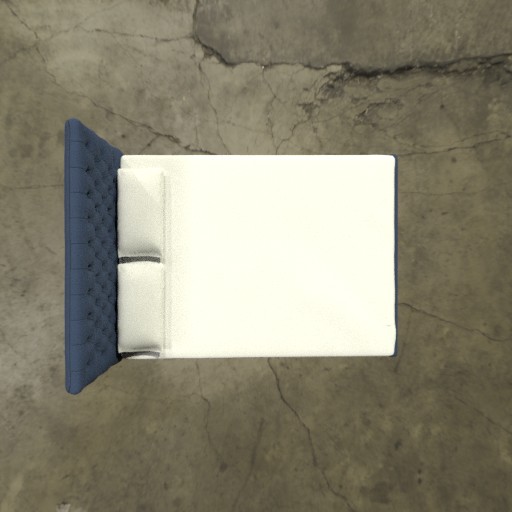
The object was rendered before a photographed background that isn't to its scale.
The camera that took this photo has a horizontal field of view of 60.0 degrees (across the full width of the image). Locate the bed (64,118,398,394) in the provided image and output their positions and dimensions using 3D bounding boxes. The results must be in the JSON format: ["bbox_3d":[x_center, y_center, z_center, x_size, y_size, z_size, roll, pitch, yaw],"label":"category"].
[{"bbox_3d":[0.000,0.000,3.416,2.387,1.427,1.706,0,90,0],"label":"bed"}]
